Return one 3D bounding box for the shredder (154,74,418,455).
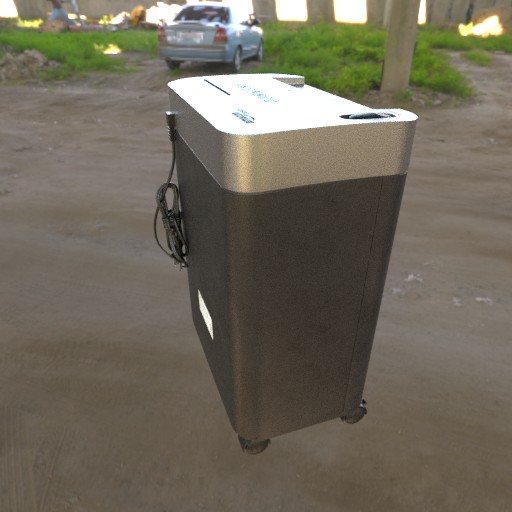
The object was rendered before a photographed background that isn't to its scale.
[{"bbox_3d":[0.000,0.000,0.597,0.237,0.419,0.311,-10,31,-17],"label":"shredder"}]
